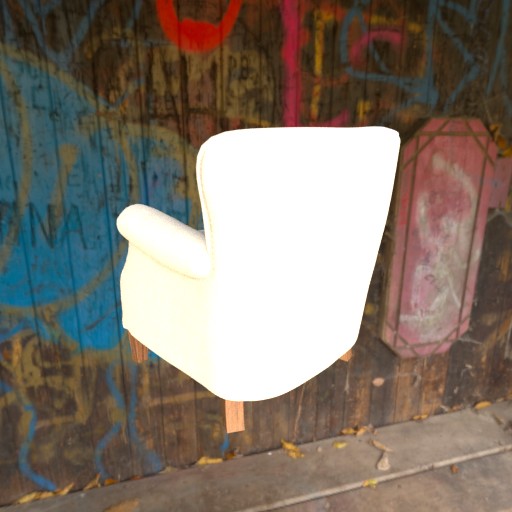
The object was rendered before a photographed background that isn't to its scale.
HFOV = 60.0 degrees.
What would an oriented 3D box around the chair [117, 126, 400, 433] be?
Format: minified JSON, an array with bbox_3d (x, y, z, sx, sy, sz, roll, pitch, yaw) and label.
[{"bbox_3d":[0.000,0.000,1.668,0.861,0.936,0.921,-16,23,-42],"label":"chair"}]
